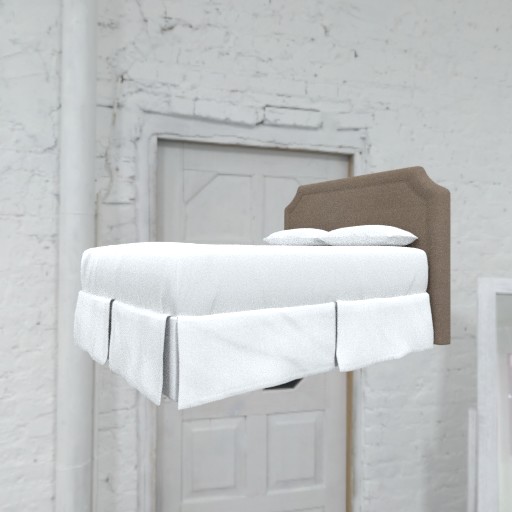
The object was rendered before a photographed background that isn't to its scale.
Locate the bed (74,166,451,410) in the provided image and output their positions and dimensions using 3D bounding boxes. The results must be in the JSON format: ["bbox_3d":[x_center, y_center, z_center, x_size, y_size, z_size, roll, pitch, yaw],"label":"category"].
[{"bbox_3d":[0.000,0.000,3.102,2.116,1.290,1.693,-1,1,-36],"label":"bed"}]
